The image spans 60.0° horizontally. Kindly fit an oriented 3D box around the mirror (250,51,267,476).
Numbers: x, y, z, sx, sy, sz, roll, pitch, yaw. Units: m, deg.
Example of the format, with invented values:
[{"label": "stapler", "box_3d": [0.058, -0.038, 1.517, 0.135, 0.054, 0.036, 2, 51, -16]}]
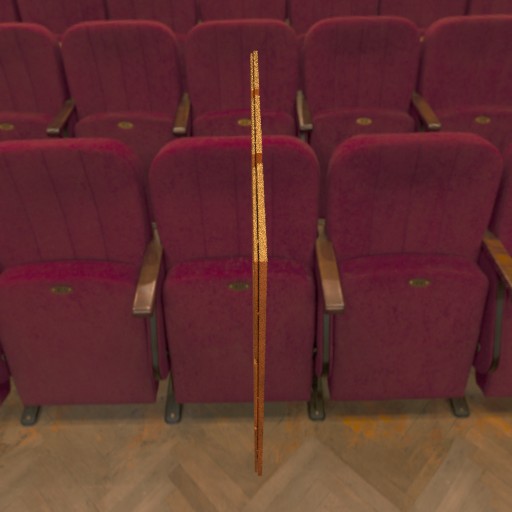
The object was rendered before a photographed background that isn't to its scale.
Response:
[{"label": "mirror", "box_3d": [0.000, 0.000, 1.427, 0.023, 0.926, 1.011, -1, 43, -1]}]
